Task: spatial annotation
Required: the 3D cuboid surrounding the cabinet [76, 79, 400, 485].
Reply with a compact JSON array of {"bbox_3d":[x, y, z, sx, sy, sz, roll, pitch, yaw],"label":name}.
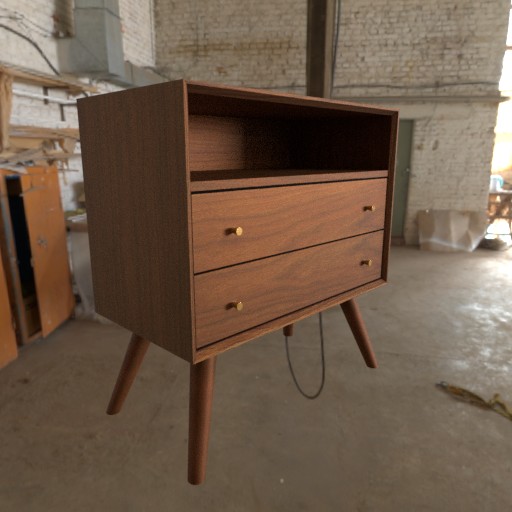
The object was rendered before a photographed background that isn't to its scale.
[{"bbox_3d":[0.000,0.000,1.151,0.388,0.748,0.712,13,18,43],"label":"cabinet"}]
